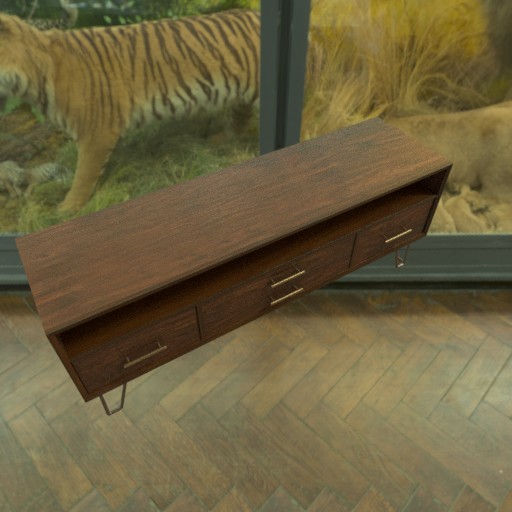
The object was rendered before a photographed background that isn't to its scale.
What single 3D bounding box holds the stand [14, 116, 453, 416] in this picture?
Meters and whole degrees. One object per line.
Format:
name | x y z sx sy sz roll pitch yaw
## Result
stand | 0.000 0.000 1.872 1.626 0.610 0.481 -23 50 -21
